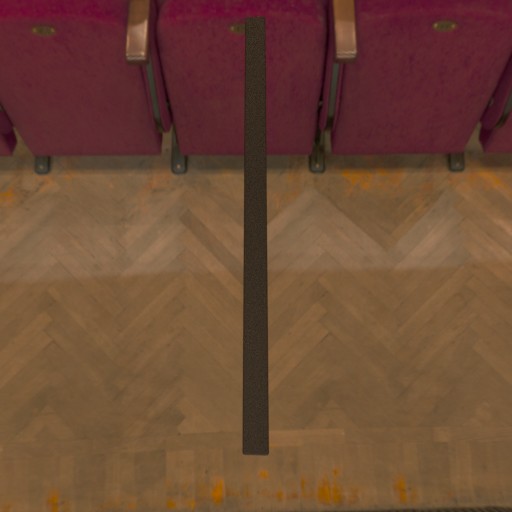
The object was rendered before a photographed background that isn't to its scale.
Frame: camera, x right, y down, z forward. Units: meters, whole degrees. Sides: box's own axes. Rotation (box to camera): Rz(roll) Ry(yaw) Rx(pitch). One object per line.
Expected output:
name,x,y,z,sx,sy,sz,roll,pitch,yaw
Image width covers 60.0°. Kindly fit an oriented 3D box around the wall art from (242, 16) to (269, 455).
wall art,0.000,0.000,0.754,0.031,0.457,0.558,0,74,0
